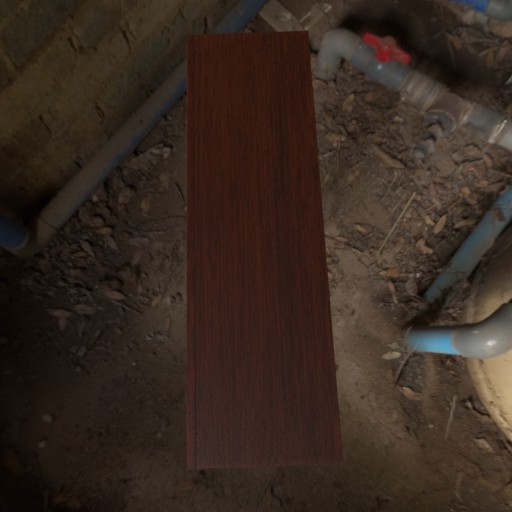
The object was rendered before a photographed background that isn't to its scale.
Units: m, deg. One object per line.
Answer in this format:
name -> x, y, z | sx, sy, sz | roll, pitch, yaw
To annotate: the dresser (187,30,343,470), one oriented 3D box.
dresser -> 0.000, 0.000, 2.055 | 0.499, 0.971, 1.609 | -2, 76, -1
